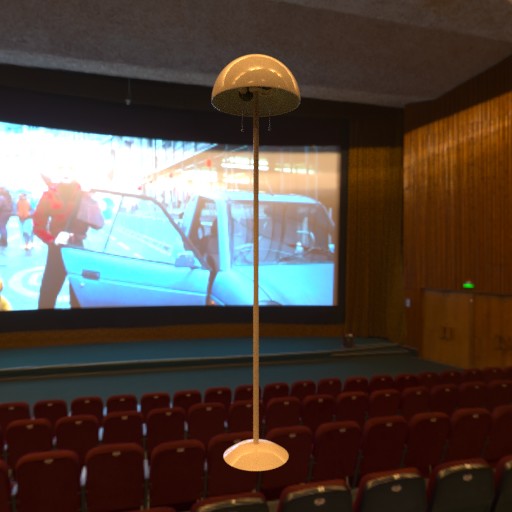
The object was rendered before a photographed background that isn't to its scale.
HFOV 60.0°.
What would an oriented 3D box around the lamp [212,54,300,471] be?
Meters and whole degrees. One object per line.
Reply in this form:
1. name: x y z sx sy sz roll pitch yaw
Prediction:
1. lamp: 0.000 0.000 1.642 0.328 1.480 0.328 0 0 -16
